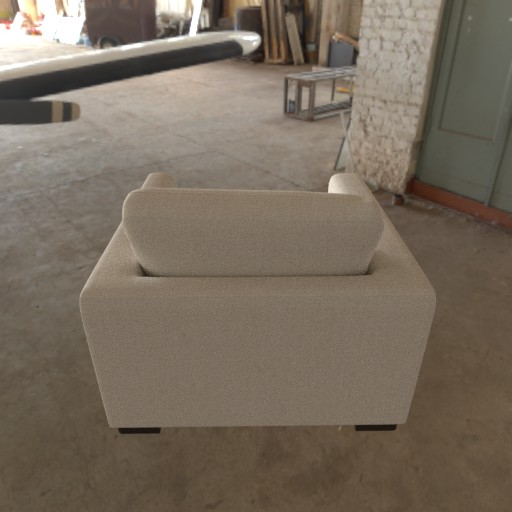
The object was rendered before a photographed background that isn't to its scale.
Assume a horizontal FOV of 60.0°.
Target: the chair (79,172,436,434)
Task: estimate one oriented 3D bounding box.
[{"bbox_3d":[0.000,0.000,1.857,1.070,0.876,1.100,0,30,-1],"label":"chair"}]
